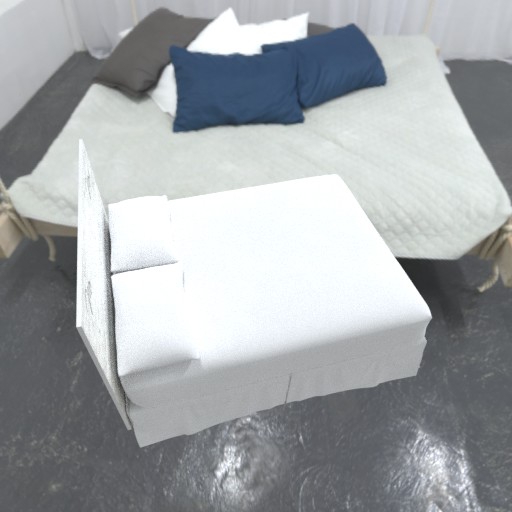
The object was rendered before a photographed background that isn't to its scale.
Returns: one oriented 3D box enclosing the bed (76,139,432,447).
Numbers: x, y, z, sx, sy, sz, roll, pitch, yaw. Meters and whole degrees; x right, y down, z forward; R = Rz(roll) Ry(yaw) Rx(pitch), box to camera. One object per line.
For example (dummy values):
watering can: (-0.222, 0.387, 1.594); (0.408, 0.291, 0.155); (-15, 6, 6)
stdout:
bed: (0.000, 0.000, 3.188); (2.094, 1.335, 1.745); (-11, 47, -10)
